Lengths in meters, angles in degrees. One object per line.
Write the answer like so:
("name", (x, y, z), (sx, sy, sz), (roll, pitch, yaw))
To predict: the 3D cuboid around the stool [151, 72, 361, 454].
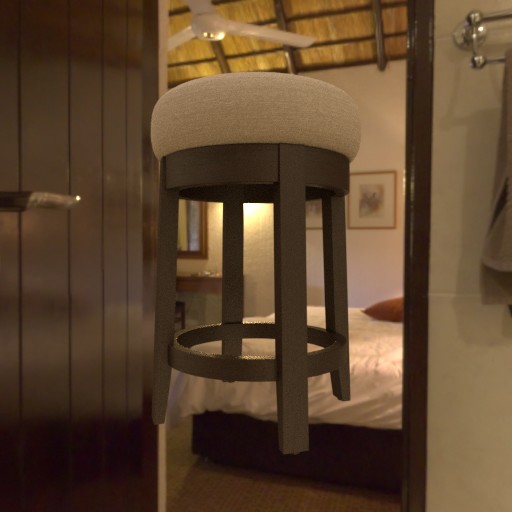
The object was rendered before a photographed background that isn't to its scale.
("stool", (0.000, 0.000, 0.963), (0.443, 0.672, 0.443), (0, 1, 0))
